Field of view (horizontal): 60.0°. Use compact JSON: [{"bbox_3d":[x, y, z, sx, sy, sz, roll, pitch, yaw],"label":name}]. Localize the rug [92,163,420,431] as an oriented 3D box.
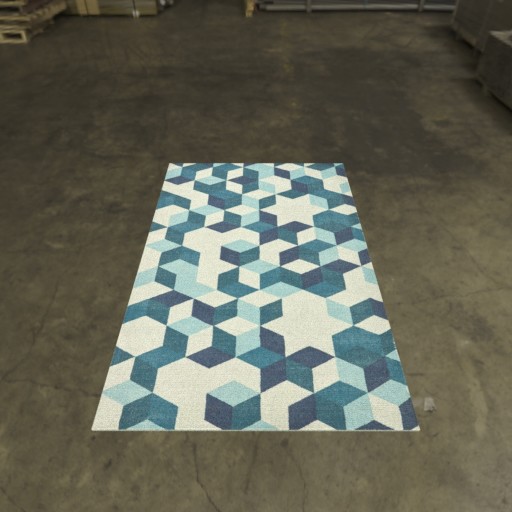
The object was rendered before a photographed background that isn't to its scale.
[{"bbox_3d":[0.000,0.000,2.960,1.518,0.015,2.438,0,41,0],"label":"rug"}]
